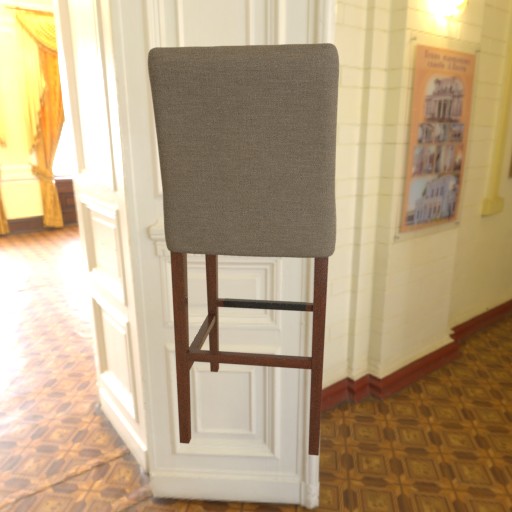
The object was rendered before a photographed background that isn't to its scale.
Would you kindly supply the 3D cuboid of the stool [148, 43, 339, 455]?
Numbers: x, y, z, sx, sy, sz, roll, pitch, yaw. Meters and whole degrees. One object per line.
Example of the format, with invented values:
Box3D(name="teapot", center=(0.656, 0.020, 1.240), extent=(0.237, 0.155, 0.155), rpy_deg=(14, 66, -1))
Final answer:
Box3D(name="stool", center=(0.000, 0.000, 1.332), extent=(0.470, 1.078, 0.577), rpy_deg=(2, 16, 7))
